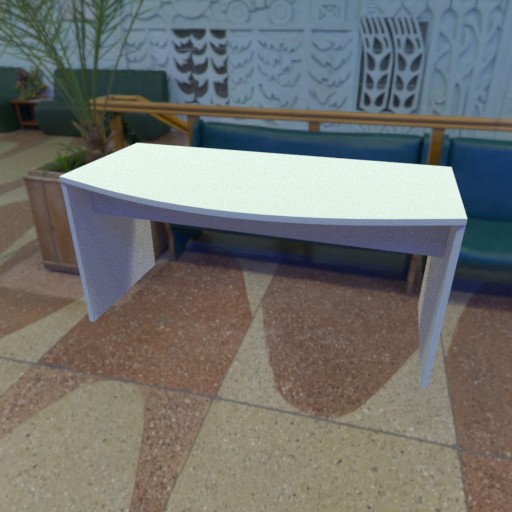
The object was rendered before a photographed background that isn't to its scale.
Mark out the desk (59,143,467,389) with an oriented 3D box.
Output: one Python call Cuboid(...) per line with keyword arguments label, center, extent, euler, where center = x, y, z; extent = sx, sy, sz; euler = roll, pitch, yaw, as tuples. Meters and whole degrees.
Cuboid(label="desk", center=(0.000, 0.000, 2.039), extent=(1.600, 0.750, 0.802), euler=(8, 28, 15))
